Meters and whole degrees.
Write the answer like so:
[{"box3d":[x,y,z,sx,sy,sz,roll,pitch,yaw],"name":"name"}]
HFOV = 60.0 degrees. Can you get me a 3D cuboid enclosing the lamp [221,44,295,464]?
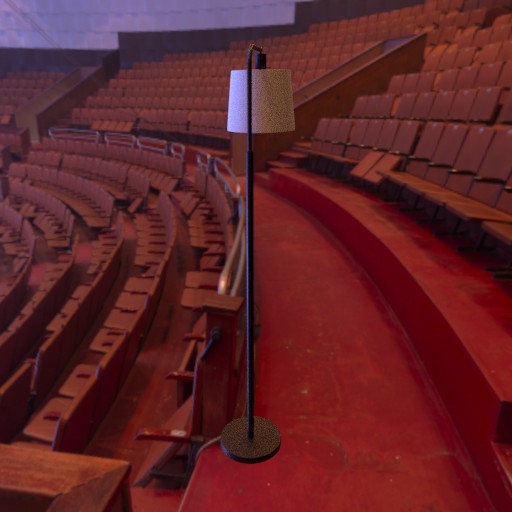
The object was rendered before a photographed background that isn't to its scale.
[{"box3d":[0.000,0.000,1.686,0.254,1.478,0.508,3,17,9],"name":"lamp"}]
